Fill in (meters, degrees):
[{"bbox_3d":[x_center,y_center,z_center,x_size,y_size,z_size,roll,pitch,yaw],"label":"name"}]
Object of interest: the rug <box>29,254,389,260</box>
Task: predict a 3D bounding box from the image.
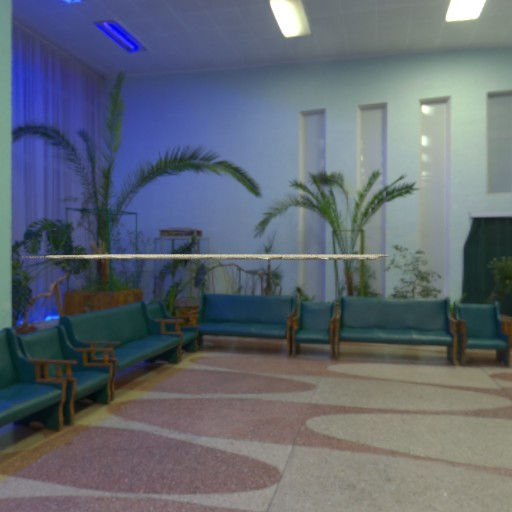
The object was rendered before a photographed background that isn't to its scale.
[{"bbox_3d":[0.000,0.000,4.237,2.388,0.030,3.213,0,0,18],"label":"rug"}]
